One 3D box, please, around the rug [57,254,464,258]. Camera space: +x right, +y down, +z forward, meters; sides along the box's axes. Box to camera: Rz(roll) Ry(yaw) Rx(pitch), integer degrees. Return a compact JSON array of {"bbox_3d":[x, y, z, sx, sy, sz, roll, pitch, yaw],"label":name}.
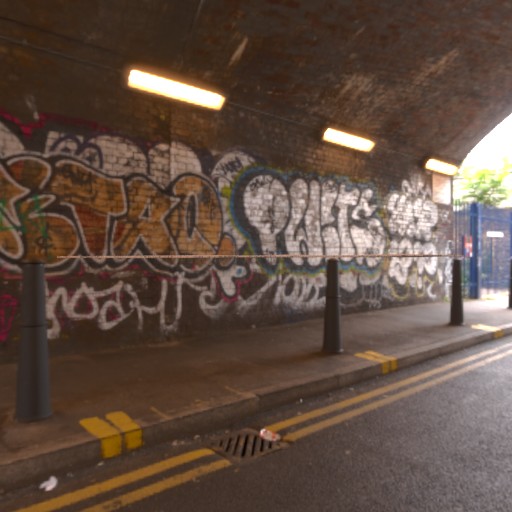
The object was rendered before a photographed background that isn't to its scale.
[{"bbox_3d":[0.000,0.000,4.139,2.430,0.030,3.054,0,0,-2],"label":"rug"}]
